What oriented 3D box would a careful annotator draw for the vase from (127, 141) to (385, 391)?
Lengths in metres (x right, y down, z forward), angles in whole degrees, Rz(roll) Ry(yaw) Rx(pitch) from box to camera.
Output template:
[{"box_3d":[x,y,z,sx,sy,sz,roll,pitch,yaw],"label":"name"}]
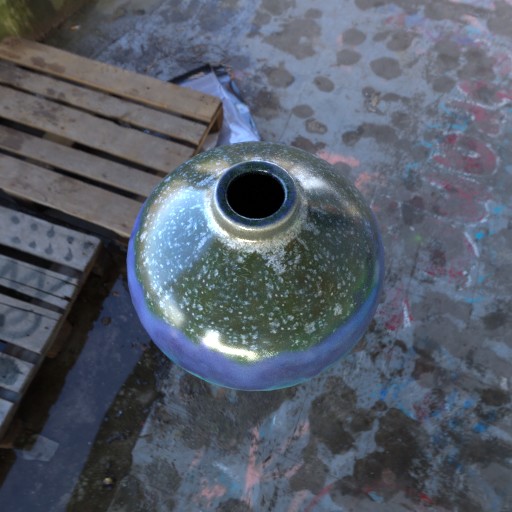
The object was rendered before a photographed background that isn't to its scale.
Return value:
[{"box_3d":[0.000,0.000,0.266,0.154,0.133,0.154,0,64,0],"label":"vase"}]
